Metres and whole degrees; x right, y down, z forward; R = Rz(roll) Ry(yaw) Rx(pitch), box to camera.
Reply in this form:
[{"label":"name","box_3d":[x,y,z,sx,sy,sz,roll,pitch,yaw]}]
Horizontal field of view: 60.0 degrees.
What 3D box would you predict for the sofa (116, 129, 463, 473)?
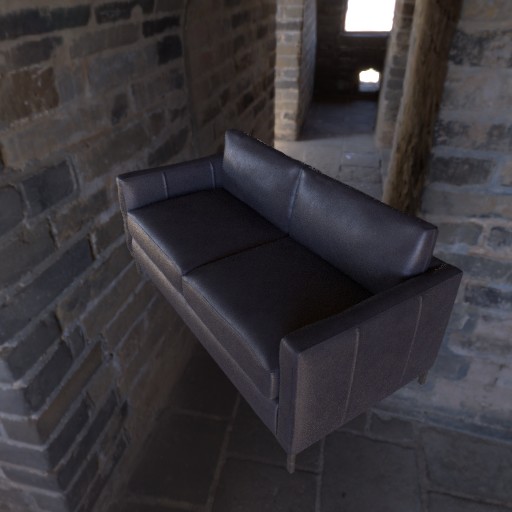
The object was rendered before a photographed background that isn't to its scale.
[{"label":"sofa","box_3d":[0.000,0.000,2.332,0.947,0.883,1.805,-21,38,-29]}]
